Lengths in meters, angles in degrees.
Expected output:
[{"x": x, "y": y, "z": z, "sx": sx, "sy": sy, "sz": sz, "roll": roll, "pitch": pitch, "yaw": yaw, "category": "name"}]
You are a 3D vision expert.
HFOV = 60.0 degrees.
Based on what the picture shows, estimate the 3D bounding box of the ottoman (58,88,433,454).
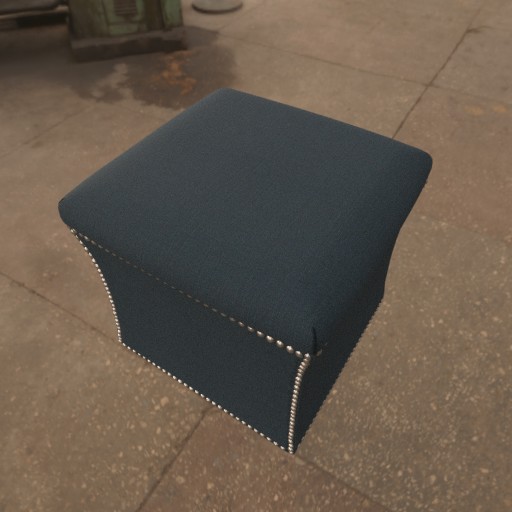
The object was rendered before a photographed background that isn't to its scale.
[{"x": 0.000, "y": 0.000, "z": 0.921, "sx": 0.507, "sy": 0.475, "sz": 0.497, "roll": 26, "pitch": 52, "yaw": 22, "category": "ottoman"}]
